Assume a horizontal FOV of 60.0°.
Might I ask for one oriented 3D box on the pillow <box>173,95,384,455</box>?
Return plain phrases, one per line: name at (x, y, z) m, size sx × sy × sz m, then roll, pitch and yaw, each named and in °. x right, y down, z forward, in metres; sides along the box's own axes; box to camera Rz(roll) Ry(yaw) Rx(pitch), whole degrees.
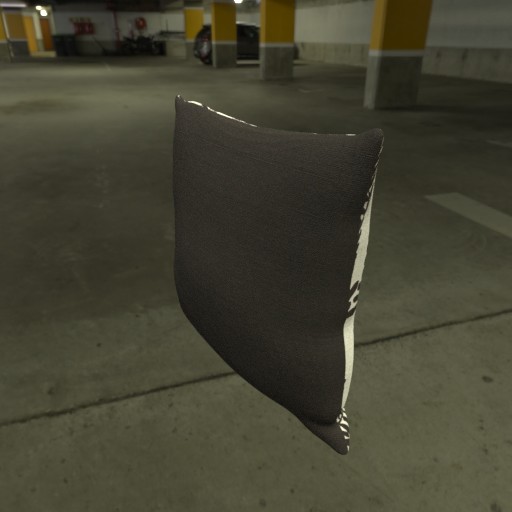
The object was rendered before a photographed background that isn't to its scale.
pillow at (0.000, 0.000, 0.677) m, size 0.182 × 0.441 × 0.440 m, roll -18°, pitch 32°, yaw -32°
